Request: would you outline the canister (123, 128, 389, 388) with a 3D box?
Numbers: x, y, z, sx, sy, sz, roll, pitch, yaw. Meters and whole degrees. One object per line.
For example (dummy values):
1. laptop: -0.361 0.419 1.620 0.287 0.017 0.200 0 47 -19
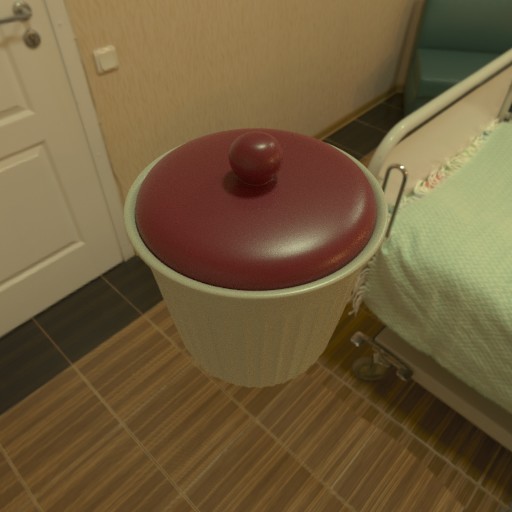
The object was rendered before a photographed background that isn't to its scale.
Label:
1. canister: 0.000 0.000 0.350 0.181 0.211 0.181 0 46 0
